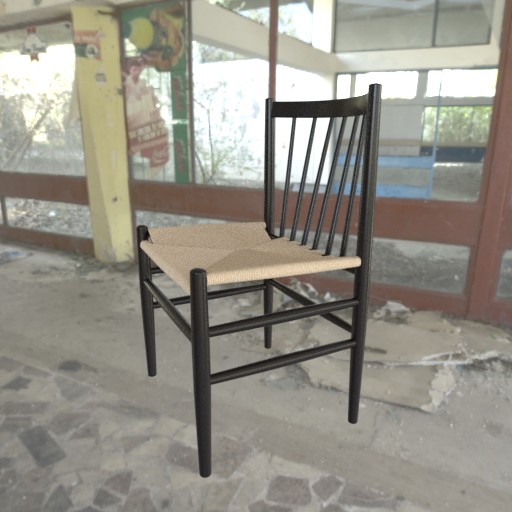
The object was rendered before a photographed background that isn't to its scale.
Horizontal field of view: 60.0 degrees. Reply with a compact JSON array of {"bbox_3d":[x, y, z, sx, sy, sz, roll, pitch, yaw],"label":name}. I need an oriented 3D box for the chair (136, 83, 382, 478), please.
[{"bbox_3d":[0.000,0.000,1.157,0.516,0.818,0.495,-8,17,-26],"label":"chair"}]
